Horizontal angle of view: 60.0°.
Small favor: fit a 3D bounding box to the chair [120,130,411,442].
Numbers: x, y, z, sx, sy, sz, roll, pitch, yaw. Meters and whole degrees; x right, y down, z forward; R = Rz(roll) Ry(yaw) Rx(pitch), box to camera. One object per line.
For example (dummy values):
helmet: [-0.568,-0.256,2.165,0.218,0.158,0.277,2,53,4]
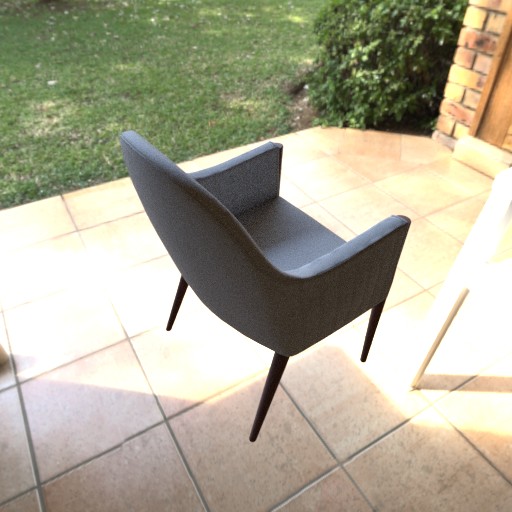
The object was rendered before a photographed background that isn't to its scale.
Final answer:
chair: [0.000,0.000,1.323,0.620,0.889,0.610,-26,47,-27]
